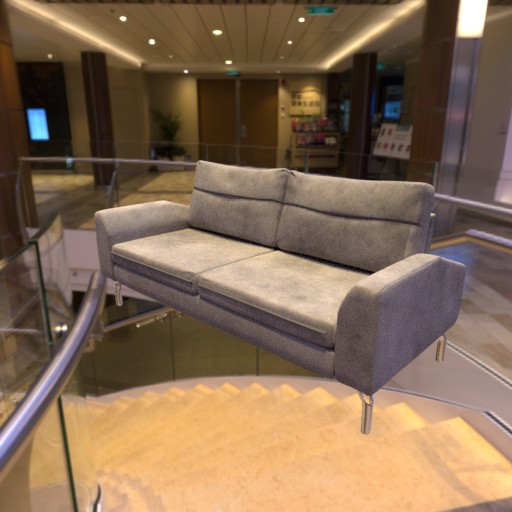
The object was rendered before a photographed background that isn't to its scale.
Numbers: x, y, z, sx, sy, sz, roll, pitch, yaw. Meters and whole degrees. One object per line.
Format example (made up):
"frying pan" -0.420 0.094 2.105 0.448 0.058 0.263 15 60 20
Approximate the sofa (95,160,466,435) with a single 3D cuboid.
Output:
"sofa" 0.000 0.000 2.319 1.837 0.859 0.849 15 23 41
